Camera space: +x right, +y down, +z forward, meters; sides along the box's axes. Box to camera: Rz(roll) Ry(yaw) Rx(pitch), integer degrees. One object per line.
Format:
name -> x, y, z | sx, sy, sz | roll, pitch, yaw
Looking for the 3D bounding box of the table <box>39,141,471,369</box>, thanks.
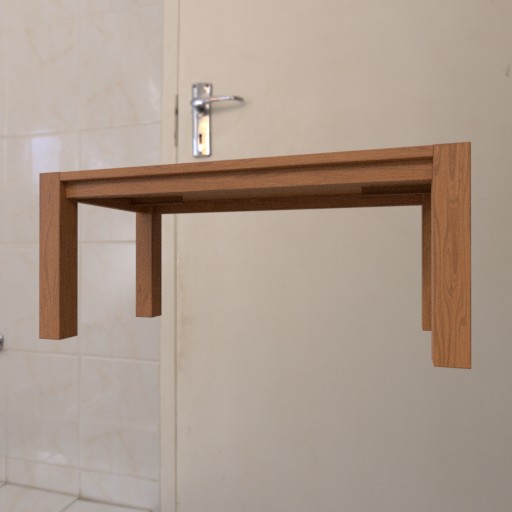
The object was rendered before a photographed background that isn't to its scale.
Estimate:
table -> 0.000, 0.000, 2.182 | 1.800, 0.760, 0.900 | 0, 0, 18
